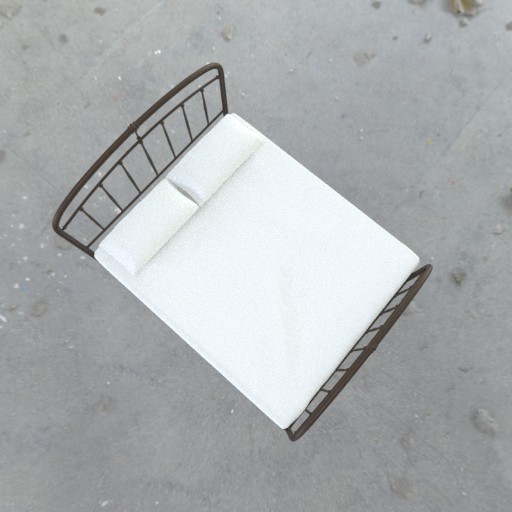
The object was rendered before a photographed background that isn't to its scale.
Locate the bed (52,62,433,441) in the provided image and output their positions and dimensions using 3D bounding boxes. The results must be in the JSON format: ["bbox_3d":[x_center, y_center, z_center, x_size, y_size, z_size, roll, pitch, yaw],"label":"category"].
[{"bbox_3d":[0.000,0.000,3.389,2.180,1.425,1.711,40,79,9],"label":"bed"}]
